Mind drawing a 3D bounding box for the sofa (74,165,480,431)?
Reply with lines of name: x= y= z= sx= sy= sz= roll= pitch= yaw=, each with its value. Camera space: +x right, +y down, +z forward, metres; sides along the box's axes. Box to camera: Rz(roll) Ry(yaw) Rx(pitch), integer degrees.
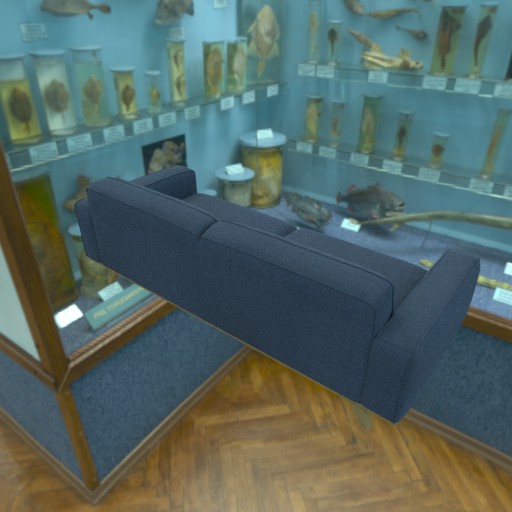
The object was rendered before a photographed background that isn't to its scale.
sofa: x=0.000 y=0.000 z=2.645 sx=2.270 sy=0.782 sz=0.953 roll=22 pitch=38 yaw=32
